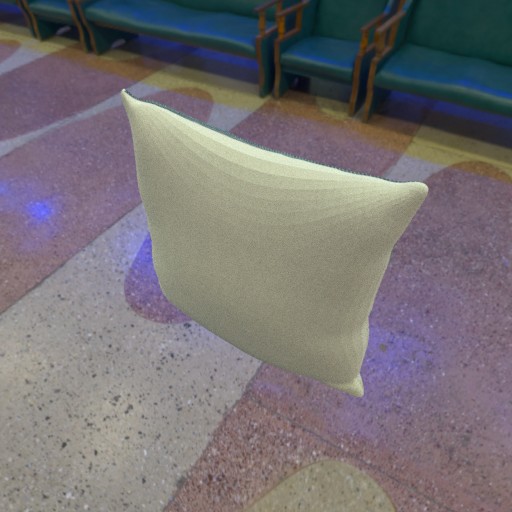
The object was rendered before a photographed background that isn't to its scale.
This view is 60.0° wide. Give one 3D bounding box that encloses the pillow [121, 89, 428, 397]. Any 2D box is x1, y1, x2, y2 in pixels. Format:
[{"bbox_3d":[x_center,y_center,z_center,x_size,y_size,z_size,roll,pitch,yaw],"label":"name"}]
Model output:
[{"bbox_3d":[0.000,0.000,0.685,0.440,0.441,0.182,25,51,22],"label":"pillow"}]
